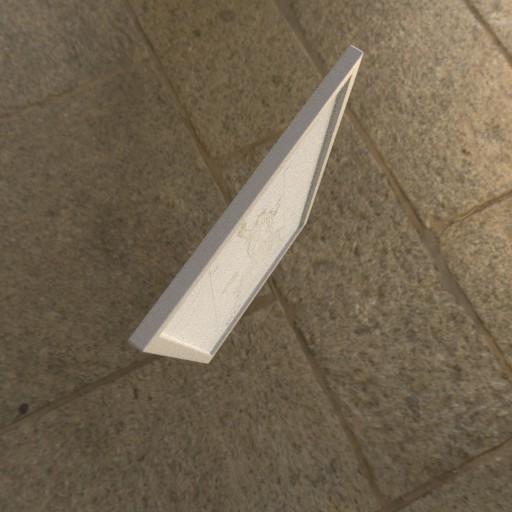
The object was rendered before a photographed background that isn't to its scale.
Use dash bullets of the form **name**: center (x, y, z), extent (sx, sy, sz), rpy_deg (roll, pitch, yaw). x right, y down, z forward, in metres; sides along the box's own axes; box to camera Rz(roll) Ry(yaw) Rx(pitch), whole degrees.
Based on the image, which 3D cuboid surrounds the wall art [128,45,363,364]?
- **wall art**: center (0.000, 0.000, 1.026), extent (0.026, 0.813, 0.556), rpy_deg (34, 78, 8)
